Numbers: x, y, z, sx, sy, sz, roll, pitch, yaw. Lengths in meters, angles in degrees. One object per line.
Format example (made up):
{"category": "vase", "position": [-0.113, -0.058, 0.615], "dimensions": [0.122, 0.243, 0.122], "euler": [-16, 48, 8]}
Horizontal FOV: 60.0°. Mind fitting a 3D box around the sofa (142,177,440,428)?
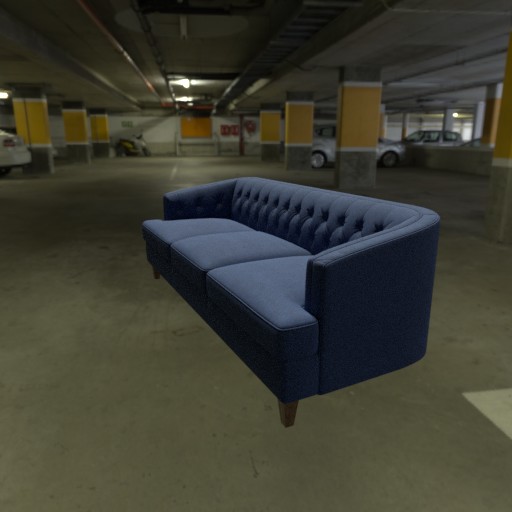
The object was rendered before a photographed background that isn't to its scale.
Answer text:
{"category": "sofa", "position": [0.000, 0.000, 2.717], "dimensions": [0.914, 0.787, 2.235], "euler": [-7, 17, -25]}
